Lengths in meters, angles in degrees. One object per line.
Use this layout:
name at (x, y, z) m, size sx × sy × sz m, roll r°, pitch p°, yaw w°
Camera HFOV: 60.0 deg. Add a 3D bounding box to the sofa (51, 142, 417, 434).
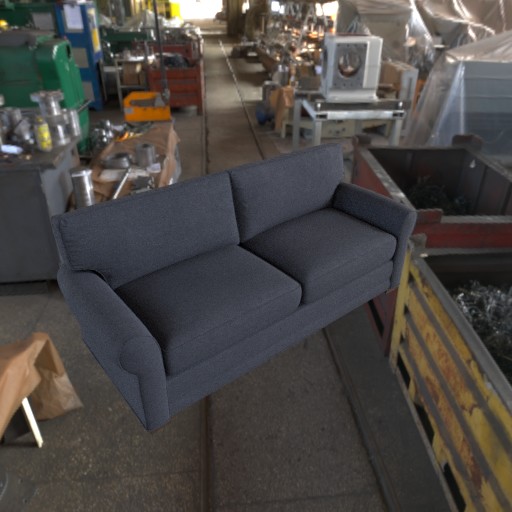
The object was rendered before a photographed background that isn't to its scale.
sofa at (0.000, 0.000, 2.972) m, size 2.391 × 1.026 × 0.954 m, roll -22°, pitch 37°, yaw -33°
